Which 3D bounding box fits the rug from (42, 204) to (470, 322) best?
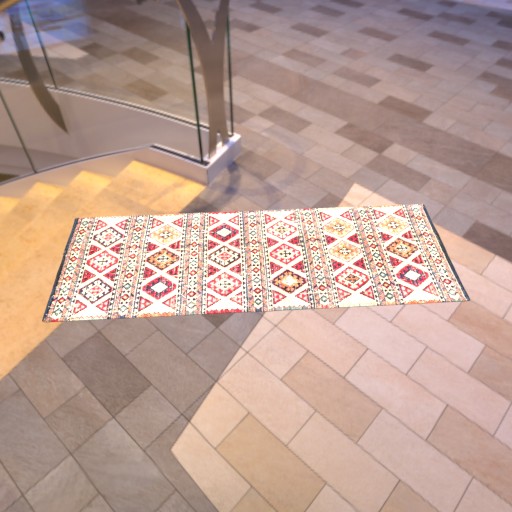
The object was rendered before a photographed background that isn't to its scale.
[{"bbox_3d":[0.000,0.000,2.712,2.362,0.008,0.832,-3,47,-2],"label":"rug"}]
